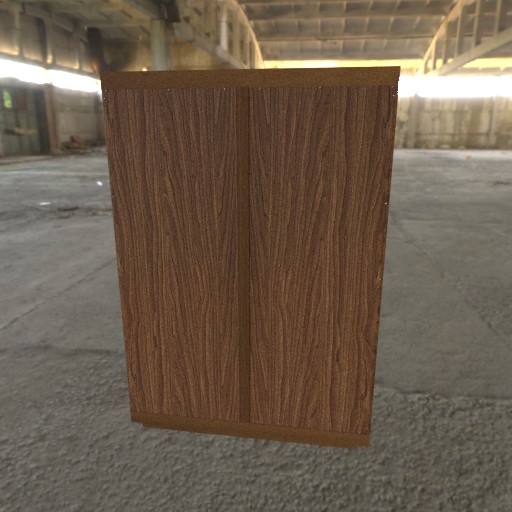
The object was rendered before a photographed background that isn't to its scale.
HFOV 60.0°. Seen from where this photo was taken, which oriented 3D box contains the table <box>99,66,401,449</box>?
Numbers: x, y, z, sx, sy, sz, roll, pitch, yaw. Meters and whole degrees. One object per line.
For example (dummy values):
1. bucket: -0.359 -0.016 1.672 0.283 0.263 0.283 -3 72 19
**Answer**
1. table: 0.000 0.000 1.732 0.901 1.294 0.524 2 16 9
